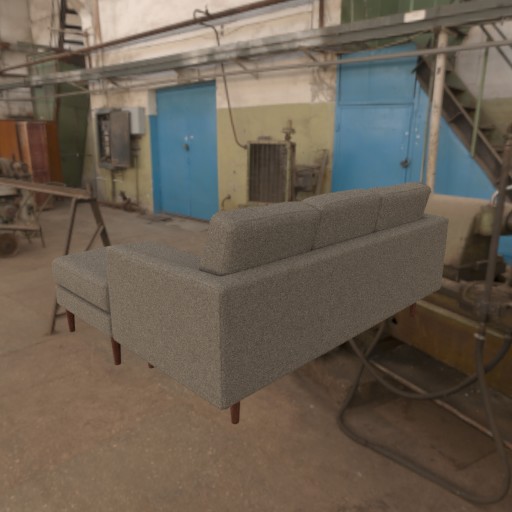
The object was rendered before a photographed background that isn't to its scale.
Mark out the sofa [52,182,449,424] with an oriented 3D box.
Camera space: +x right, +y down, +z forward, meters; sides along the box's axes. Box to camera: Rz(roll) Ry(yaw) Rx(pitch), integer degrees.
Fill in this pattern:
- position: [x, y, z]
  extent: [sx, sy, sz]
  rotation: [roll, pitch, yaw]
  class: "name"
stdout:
- position: [0.000, 0.000, 2.933]
  extent: [2.055, 0.957, 1.667]
  rotation: [-15, 21, -43]
  class: "sofa"
